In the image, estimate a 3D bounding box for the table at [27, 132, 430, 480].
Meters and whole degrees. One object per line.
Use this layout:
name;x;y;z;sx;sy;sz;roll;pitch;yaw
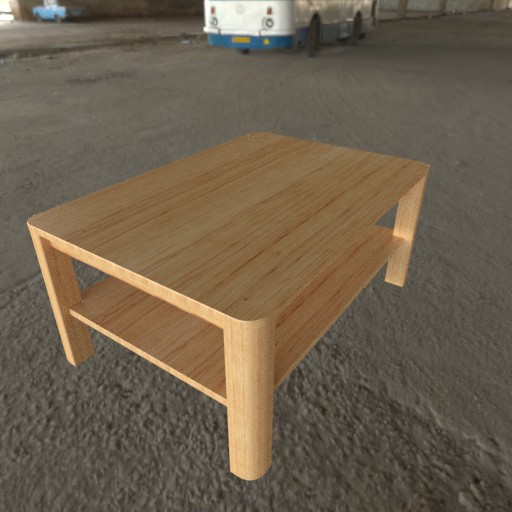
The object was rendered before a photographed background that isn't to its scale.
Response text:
table;0.000;0.000;1.363;0.696;0.445;0.997;20;36;30
